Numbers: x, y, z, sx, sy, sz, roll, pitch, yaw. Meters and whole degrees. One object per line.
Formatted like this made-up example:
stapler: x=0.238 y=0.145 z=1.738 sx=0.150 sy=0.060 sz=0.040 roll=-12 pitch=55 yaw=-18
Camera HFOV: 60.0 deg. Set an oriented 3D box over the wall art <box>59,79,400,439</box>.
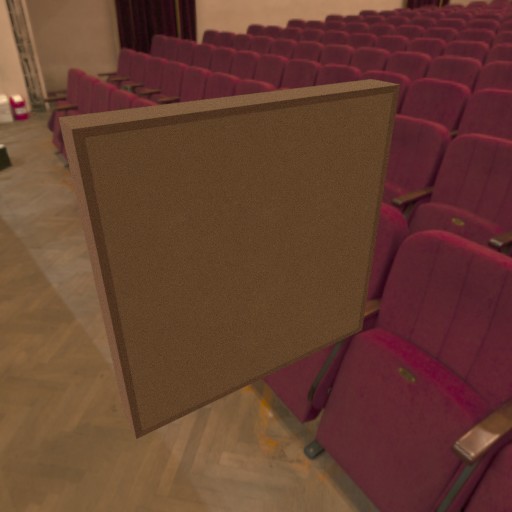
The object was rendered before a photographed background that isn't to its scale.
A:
wall art: x=0.000 y=0.000 z=0.444 sx=0.304 sy=0.303 sz=0.038 roll=-18 pitch=35 yaw=-28
